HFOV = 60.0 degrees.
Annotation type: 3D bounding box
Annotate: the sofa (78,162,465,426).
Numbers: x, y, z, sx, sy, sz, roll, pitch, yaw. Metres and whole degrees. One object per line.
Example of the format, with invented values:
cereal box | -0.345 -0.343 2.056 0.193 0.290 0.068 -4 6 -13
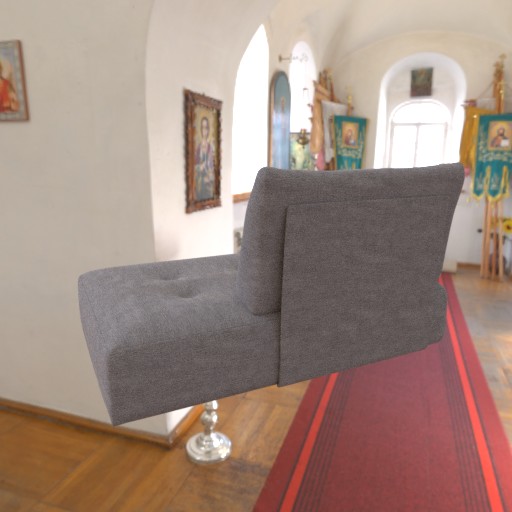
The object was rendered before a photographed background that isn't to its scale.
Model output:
sofa | 0.000 0.000 1.965 1.450 0.820 1.002 -6 15 -26
